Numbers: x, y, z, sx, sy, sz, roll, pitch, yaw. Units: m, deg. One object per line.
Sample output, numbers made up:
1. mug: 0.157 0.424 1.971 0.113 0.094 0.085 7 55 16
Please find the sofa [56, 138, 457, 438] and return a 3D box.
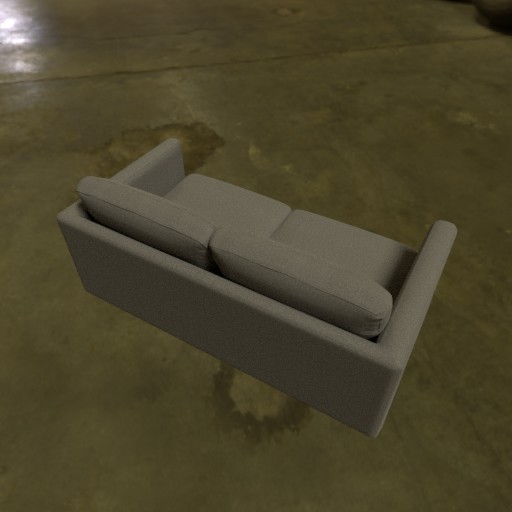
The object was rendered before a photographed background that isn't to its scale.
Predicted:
1. sofa: 0.000 0.000 2.270 1.713 0.866 0.940 22 48 21
